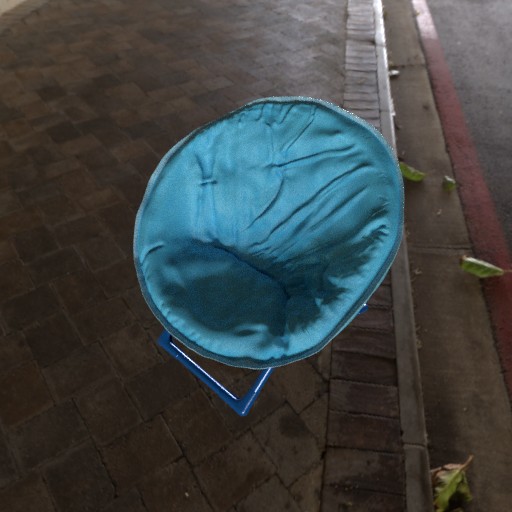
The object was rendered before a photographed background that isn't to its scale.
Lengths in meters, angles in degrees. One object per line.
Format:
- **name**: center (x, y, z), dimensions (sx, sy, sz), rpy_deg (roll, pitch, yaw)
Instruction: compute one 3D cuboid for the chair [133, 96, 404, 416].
- **chair**: center (0.000, 0.000, 0.898), dimensions (0.520, 0.478, 0.465), rpy_deg (33, 54, 27)
